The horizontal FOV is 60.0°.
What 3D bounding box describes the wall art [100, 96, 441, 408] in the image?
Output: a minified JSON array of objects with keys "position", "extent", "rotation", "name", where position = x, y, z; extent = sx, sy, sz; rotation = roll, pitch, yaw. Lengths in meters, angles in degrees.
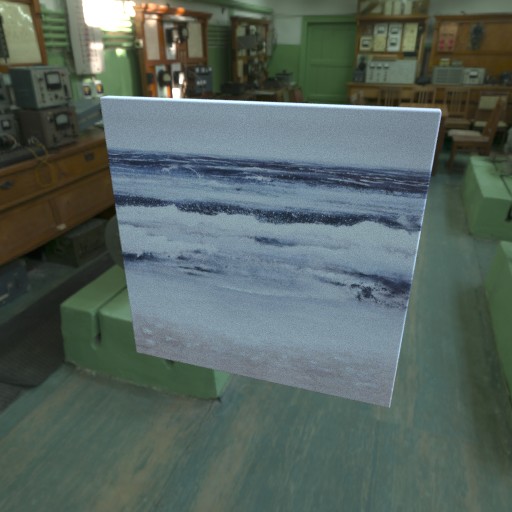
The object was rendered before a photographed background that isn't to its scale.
[{"position":[0.000,0.000,1.128],"extent":[0.755,0.747,0.065],"rotation":[8,27,16],"name":"wall art"}]
